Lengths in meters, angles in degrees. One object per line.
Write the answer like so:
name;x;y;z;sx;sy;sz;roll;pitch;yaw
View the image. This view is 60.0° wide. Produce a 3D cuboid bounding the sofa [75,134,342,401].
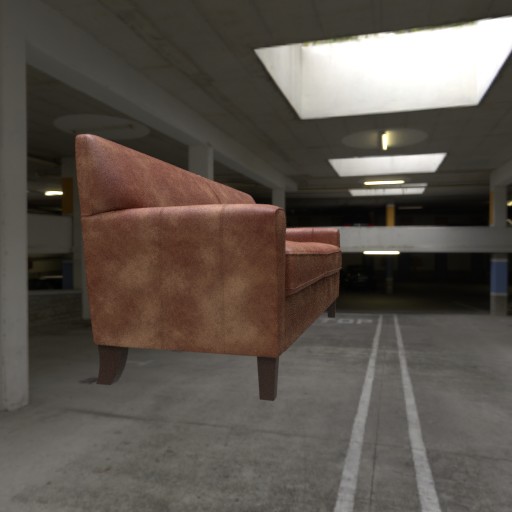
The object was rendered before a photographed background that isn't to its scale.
sofa;0.000;0.000;2.501;0.805;0.947;2.053;0;1;16
